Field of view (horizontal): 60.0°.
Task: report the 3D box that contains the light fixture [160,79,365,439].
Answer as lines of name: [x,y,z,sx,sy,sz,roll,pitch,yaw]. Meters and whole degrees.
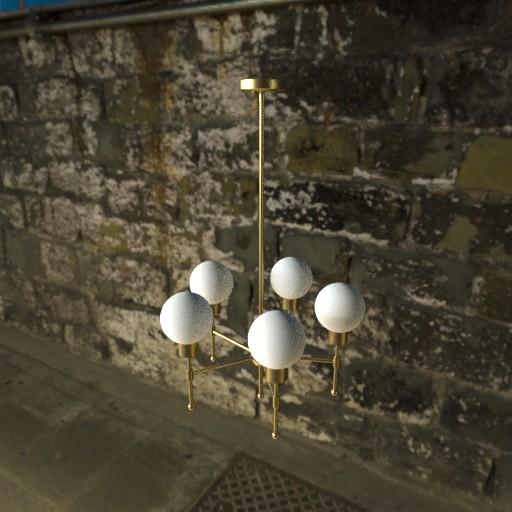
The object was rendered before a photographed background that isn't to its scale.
light fixture: [0.000,0.000,1.808,0.785,1.331,0.815,17,24,42]
